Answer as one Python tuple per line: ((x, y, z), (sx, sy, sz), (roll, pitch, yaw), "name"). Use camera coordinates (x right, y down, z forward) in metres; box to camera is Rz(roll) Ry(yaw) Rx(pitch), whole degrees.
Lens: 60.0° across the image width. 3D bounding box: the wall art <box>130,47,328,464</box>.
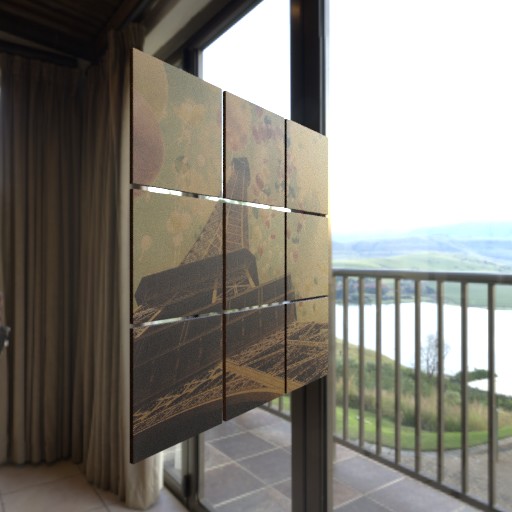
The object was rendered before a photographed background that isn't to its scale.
((0.000, 0.000, 1.833), (0.017, 1.246, 1.256), (0, 0, 37), "wall art")
